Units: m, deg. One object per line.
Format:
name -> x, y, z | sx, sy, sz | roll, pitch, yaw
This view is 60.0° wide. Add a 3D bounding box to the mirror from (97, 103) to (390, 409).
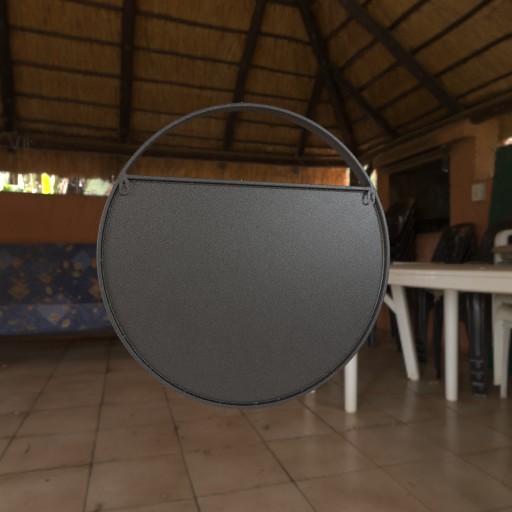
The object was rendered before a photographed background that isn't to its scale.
mirror -> 0.000, 0.000, 0.836 | 0.565, 0.565, 0.032 | 0, 0, -17
